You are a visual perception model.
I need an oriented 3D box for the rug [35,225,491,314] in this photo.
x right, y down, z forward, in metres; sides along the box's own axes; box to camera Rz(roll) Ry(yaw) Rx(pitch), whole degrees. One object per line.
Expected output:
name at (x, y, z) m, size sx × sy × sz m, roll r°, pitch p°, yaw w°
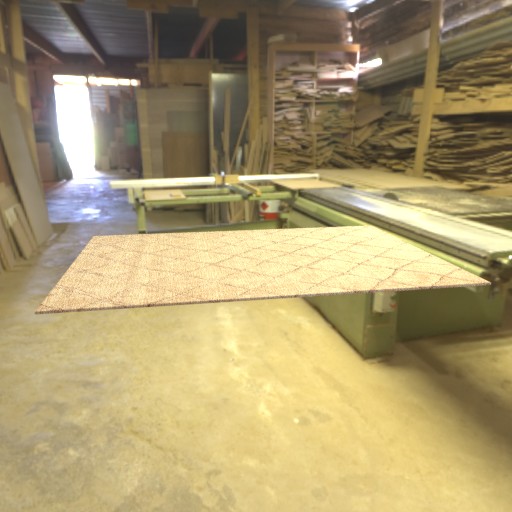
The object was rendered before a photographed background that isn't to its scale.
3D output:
rug at (0.000, 0.000, 2.907) m, size 2.292 × 0.014 × 1.528 m, roll -3°, pitch 16°, yaw -10°
